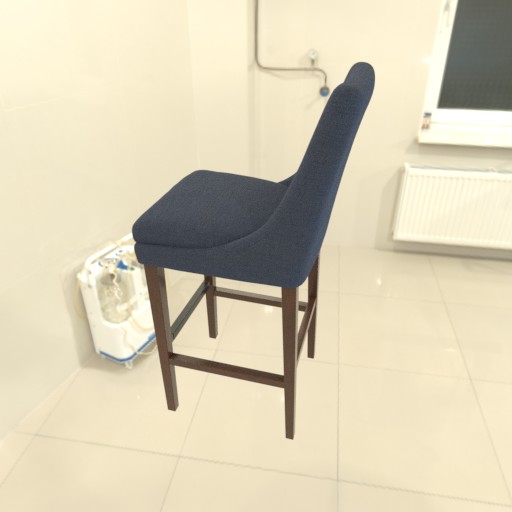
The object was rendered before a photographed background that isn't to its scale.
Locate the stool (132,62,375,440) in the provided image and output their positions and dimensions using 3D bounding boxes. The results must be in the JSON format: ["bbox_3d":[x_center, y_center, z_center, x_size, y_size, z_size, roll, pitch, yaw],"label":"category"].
[{"bbox_3d":[0.000,0.000,1.365,0.577,1.078,0.470,8,31,14],"label":"stool"}]
